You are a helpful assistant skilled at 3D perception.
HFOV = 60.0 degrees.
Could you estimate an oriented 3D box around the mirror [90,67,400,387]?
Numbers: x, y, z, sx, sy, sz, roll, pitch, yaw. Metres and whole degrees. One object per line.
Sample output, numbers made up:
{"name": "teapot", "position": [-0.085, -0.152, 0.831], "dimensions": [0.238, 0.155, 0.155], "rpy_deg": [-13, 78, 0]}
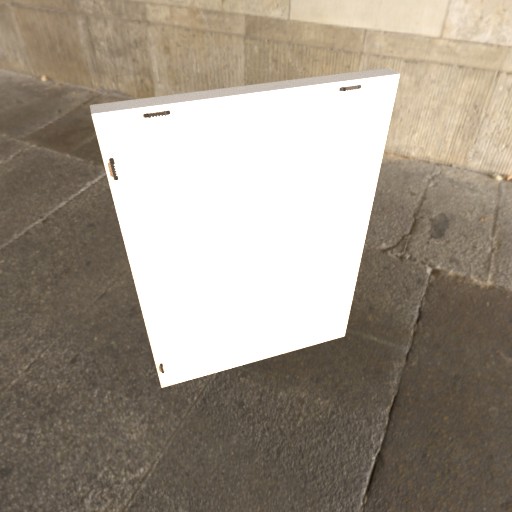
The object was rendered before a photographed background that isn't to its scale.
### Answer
{"name": "mirror", "position": [0.000, 0.000, 0.940], "dimensions": [0.507, 0.710, 0.040], "rpy_deg": [-13, 43, -14]}
